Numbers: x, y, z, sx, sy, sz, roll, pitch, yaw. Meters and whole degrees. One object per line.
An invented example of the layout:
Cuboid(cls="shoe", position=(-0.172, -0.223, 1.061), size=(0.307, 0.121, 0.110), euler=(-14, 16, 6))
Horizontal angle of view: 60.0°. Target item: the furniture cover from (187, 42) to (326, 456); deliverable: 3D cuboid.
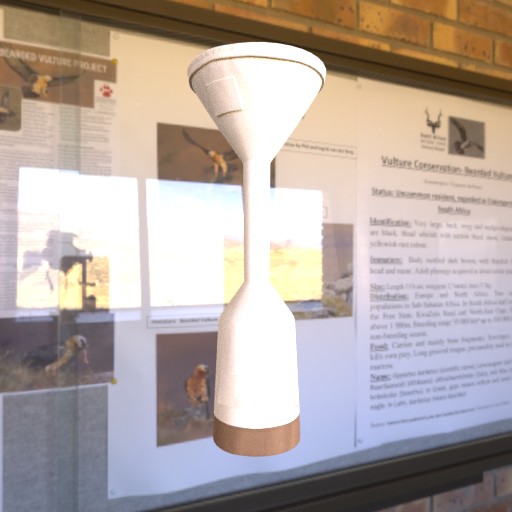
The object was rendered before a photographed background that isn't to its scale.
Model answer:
Cuboid(cls="furniture cover", position=(0.000, 0.000, 2.938), size=(0.914, 2.413, 0.914), euler=(0, 0, 35))
